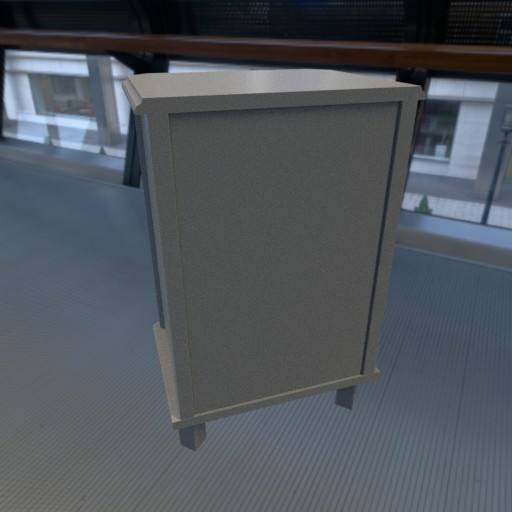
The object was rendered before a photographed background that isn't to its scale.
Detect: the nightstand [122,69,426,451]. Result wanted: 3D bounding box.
[{"bbox_3d":[0.000,0.000,0.914,0.435,0.680,0.348,-9,28,-16],"label":"nightstand"}]
